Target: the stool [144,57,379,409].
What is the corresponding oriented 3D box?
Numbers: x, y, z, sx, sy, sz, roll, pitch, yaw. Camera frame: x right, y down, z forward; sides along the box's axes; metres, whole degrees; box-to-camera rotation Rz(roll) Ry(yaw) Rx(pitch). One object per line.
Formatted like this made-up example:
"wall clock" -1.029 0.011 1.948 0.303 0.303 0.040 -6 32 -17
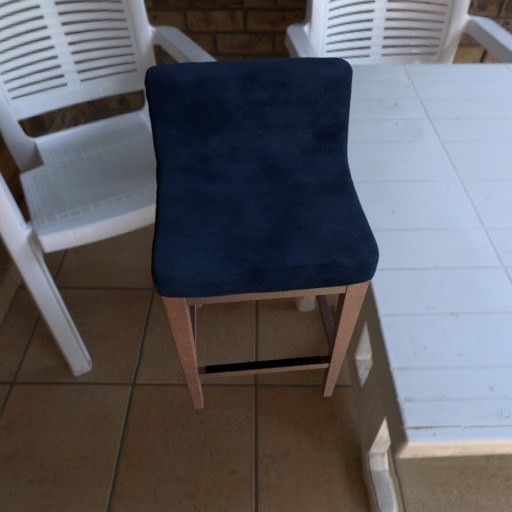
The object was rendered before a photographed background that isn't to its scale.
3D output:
"stool" 0.000 0.000 1.285 0.511 0.945 0.516 -4 48 -4
